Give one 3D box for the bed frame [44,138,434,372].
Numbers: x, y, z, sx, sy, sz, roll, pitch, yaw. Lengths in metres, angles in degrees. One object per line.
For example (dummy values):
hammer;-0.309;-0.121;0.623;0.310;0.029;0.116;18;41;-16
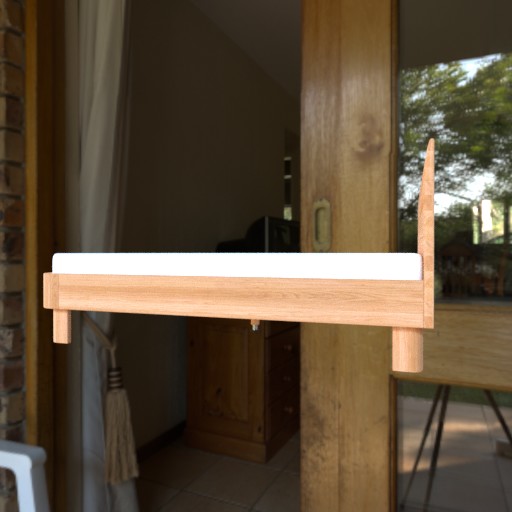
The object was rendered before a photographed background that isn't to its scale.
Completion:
bed frame;0.000;0.000;2.763;1.992;0.940;1.472;0;0;19
